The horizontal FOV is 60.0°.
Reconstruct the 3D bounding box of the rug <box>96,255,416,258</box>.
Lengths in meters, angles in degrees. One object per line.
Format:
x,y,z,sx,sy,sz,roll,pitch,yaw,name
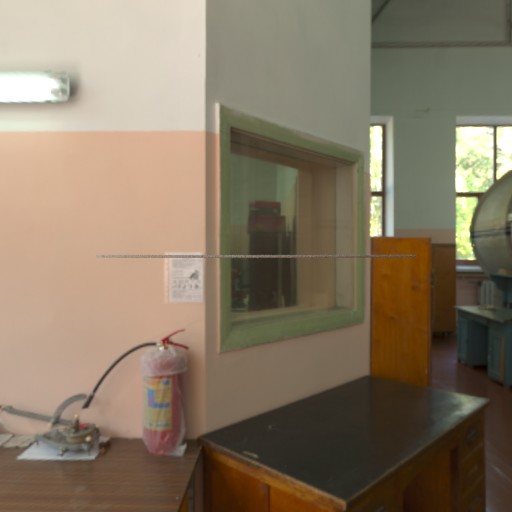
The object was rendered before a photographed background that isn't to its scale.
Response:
0.000,0.000,2.346,1.598,0.010,1.598,0,0,0,rug
